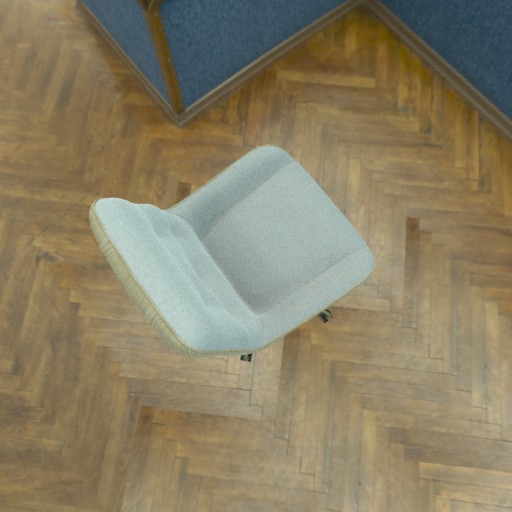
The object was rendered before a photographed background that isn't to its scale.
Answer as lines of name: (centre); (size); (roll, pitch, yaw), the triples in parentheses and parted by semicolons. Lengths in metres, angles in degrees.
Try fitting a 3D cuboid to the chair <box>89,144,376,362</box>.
chair: (0.000, 0.000, 1.381); (0.668, 0.952, 0.564); (-35, 77, -10)
